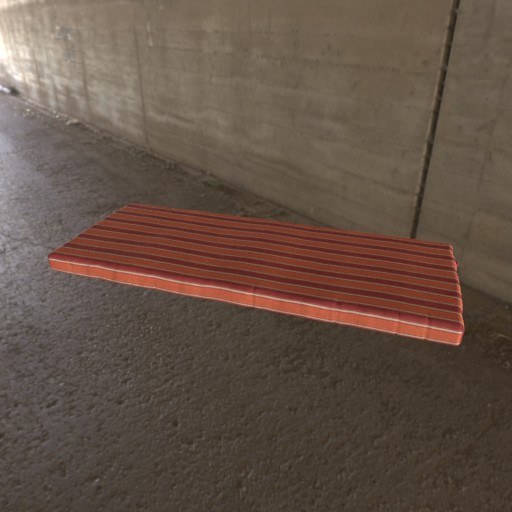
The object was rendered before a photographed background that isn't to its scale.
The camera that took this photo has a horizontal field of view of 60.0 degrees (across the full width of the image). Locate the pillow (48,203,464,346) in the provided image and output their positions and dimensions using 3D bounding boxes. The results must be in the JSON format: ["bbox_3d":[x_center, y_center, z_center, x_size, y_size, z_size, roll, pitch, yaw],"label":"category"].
[{"bbox_3d":[0.000,0.000,1.360,1.187,0.081,0.492,9,29,16],"label":"pillow"}]
